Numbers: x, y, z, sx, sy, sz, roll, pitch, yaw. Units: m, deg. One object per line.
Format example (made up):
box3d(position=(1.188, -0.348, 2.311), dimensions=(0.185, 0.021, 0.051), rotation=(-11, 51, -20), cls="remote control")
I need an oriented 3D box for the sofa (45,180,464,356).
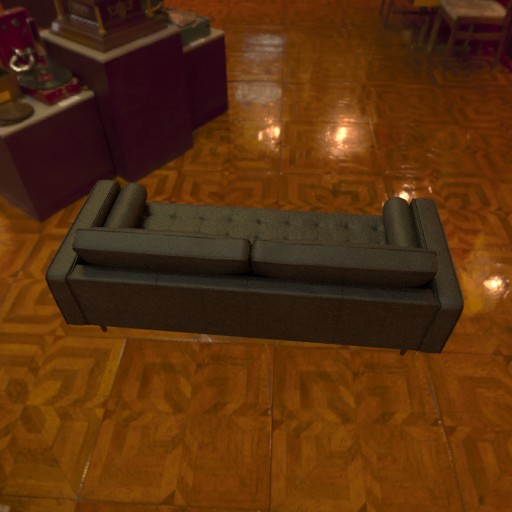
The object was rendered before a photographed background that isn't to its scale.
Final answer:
box3d(position=(0.000, 0.000, 2.700), dimensions=(2.210, 0.762, 0.914), rotation=(4, 46, 4), cls="sofa")
